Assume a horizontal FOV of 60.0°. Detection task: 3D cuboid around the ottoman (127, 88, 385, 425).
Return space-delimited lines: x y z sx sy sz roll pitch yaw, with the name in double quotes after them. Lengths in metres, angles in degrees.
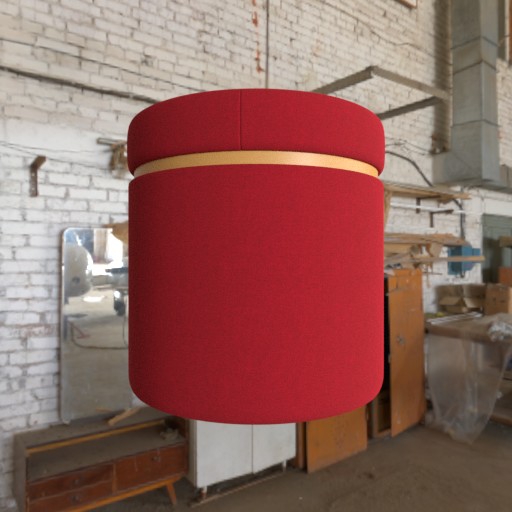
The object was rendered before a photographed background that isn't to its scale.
0.000 0.000 0.715 0.400 0.406 0.400 0 0 0 "ottoman"
